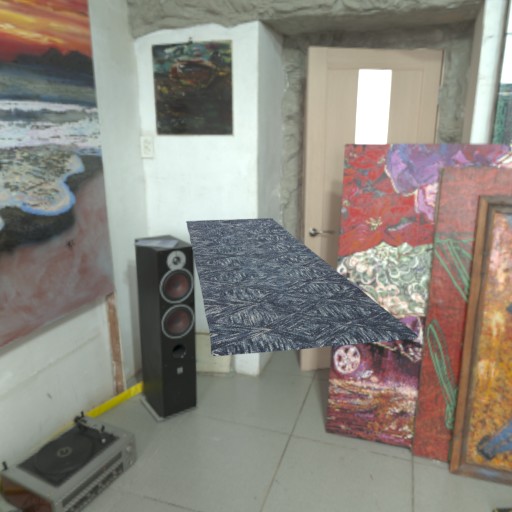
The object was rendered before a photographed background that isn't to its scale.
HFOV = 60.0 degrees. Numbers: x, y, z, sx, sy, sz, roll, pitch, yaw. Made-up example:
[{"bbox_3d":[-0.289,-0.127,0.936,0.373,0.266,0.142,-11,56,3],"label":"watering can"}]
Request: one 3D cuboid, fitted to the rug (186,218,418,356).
[{"bbox_3d":[0.000,0.000,2.529,0.719,0.013,2.306,-3,15,-10],"label":"rug"}]
